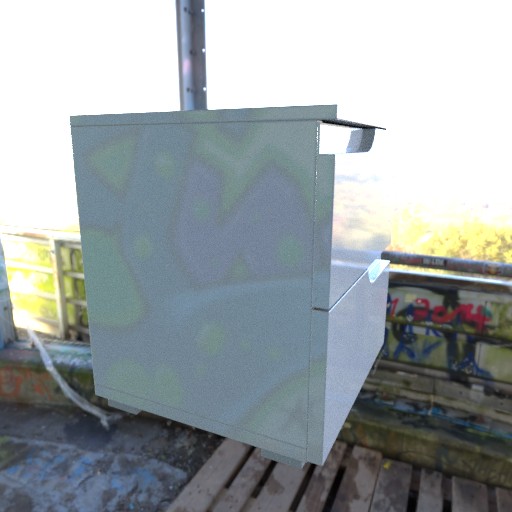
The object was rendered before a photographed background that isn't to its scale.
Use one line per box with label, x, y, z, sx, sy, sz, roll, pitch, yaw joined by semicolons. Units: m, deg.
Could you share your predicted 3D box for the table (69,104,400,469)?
table;0.000;0.000;0.796;0.400;0.470;0.420;7;15;25
